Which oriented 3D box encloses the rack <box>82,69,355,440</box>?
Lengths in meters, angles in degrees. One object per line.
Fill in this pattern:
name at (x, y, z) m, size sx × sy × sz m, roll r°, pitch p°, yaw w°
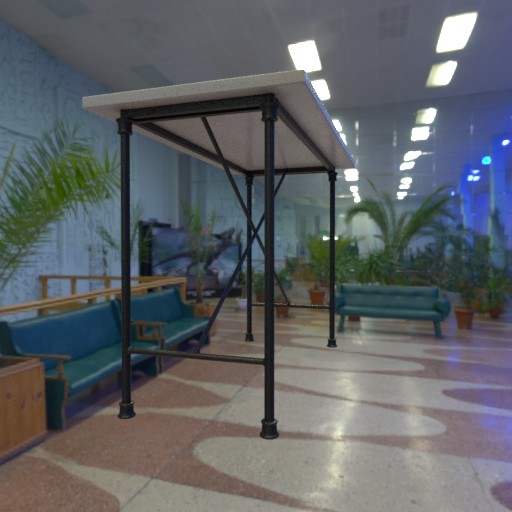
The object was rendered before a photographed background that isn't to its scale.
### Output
rack at (0.000, 0.000, 1.664) m, size 0.613 × 0.880 × 1.159 m, roll 0°, pitch 1°, yaw 18°
